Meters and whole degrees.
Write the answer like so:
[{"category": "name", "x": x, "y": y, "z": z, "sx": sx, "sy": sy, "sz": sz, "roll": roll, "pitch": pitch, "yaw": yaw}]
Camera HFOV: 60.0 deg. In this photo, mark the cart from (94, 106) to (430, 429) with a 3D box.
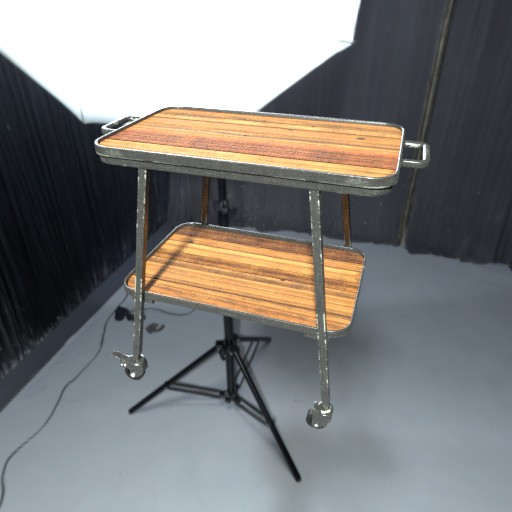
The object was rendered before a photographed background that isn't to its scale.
[{"category": "cart", "x": 0.000, "y": 0.000, "z": 1.264, "sx": 0.806, "sy": 0.700, "sz": 0.515, "roll": 10, "pitch": 33, "yaw": 15}]
